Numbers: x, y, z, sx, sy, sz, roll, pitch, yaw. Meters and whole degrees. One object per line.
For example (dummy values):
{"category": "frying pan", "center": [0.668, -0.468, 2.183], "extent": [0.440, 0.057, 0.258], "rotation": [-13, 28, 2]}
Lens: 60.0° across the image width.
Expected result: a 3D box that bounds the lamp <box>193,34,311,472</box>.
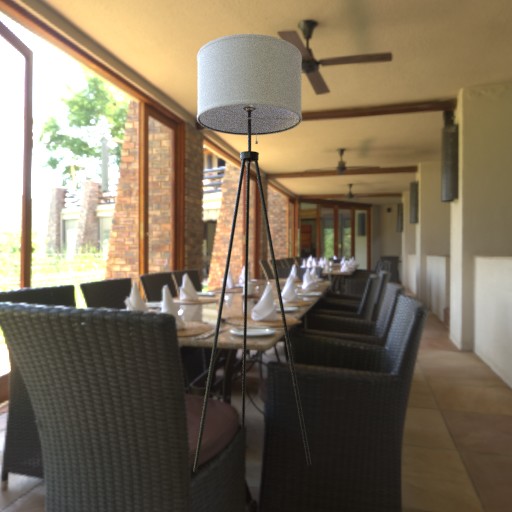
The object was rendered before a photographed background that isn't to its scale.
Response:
{"category": "lamp", "center": [0.000, 0.000, 1.745], "extent": [0.458, 1.545, 0.448], "rotation": [0, 0, 18]}
